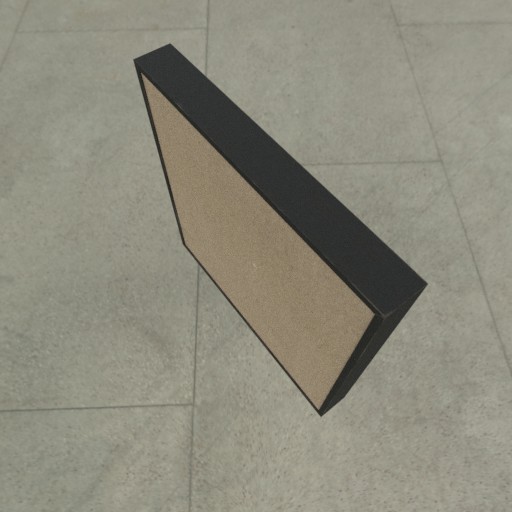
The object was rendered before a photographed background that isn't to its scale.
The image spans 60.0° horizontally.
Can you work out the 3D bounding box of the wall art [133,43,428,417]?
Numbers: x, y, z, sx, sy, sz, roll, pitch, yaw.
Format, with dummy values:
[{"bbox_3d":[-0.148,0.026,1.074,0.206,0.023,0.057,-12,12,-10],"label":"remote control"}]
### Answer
[{"bbox_3d":[0.000,0.000,0.463,0.038,0.305,0.305,-33,65,-18],"label":"wall art"}]
